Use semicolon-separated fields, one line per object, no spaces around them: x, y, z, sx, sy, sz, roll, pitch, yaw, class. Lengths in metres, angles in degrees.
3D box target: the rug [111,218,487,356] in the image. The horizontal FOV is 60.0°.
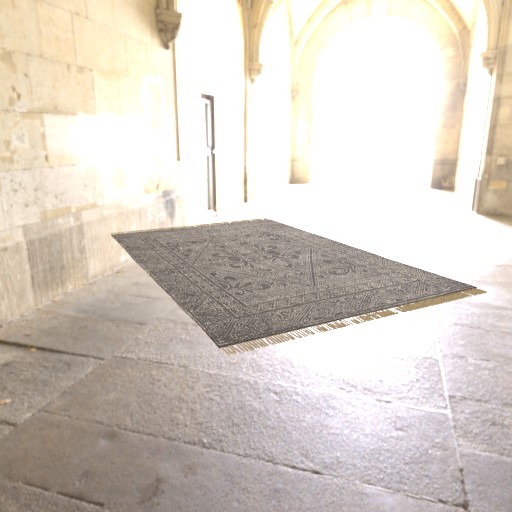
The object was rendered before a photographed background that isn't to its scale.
0.000;0.000;3.049;1.529;0.010;2.440;-8;17;-27;rug
